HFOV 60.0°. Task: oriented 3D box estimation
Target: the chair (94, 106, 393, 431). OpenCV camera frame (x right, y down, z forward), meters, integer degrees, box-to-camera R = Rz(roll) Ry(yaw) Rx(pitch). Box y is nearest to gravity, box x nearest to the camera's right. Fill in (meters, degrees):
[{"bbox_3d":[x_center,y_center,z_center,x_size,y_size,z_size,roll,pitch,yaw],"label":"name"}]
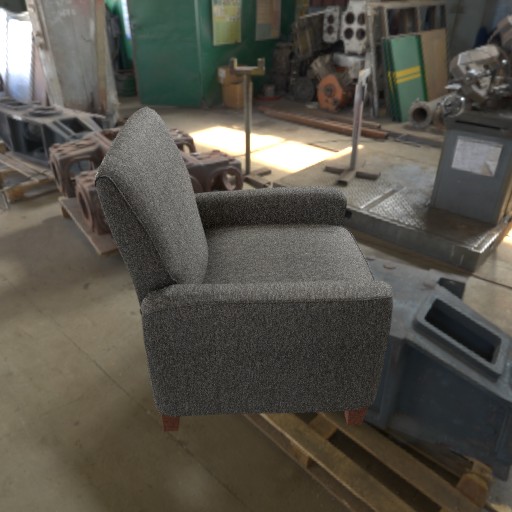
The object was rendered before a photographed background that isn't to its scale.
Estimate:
[{"bbox_3d":[0.000,0.000,1.658,0.864,1.014,0.848,-1,32,-2],"label":"chair"}]
